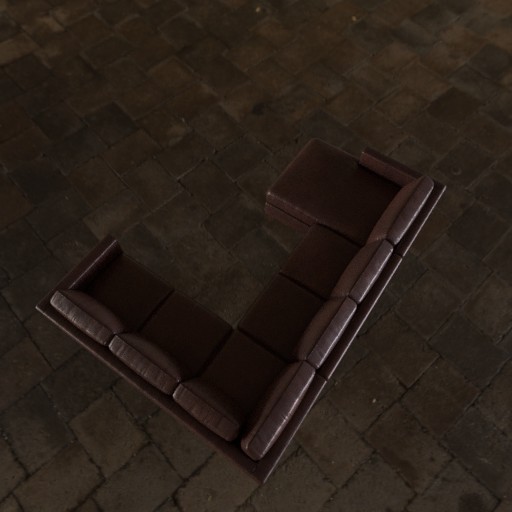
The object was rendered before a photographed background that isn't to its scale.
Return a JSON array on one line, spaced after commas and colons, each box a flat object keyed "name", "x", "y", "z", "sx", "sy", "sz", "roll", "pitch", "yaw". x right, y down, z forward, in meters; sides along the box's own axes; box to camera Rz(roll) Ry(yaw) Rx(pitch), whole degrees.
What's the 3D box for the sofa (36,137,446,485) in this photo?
[{"name": "sofa", "x": 0.000, "y": 0.000, "z": 4.469, "sx": 2.452, "sy": 0.891, "sz": 3.324, "roll": 32, "pitch": 67, "yaw": 16}]
